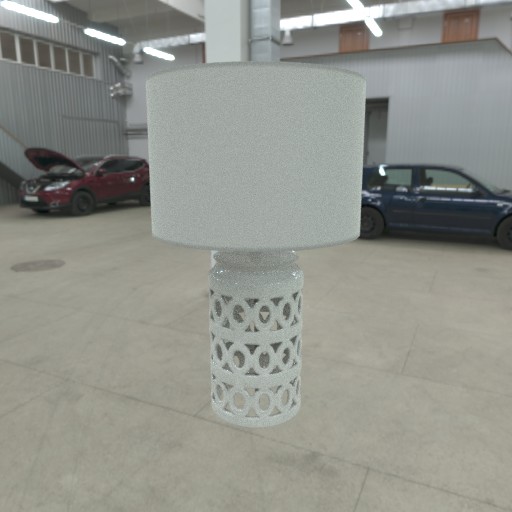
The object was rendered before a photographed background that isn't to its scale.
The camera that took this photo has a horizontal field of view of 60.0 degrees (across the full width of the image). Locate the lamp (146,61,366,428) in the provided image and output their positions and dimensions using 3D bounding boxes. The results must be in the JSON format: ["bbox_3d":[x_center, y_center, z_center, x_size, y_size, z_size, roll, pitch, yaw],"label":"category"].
[{"bbox_3d":[0.000,0.000,0.685,0.310,0.502,0.310,0,13,0],"label":"lamp"}]
